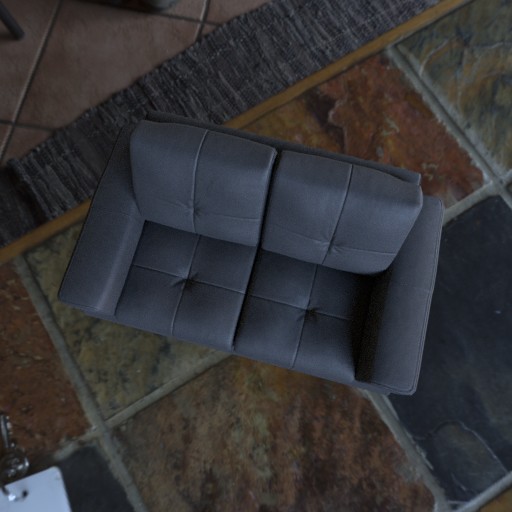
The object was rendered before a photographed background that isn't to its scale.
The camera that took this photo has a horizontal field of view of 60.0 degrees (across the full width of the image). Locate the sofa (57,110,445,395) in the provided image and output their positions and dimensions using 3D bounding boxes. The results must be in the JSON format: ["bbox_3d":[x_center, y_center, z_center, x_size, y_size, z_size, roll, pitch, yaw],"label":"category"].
[{"bbox_3d":[0.000,0.000,2.297,1.806,0.907,1.018,14,77,3],"label":"sofa"}]
